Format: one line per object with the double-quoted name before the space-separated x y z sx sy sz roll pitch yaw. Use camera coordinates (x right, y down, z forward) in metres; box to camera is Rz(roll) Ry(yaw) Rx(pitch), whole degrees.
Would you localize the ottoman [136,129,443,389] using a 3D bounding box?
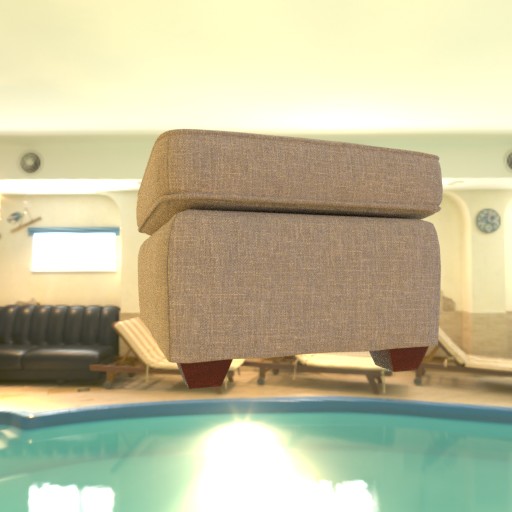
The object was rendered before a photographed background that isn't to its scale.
"ottoman" 0.000 0.000 1.117 0.559 0.457 0.762 1 -2 -18
